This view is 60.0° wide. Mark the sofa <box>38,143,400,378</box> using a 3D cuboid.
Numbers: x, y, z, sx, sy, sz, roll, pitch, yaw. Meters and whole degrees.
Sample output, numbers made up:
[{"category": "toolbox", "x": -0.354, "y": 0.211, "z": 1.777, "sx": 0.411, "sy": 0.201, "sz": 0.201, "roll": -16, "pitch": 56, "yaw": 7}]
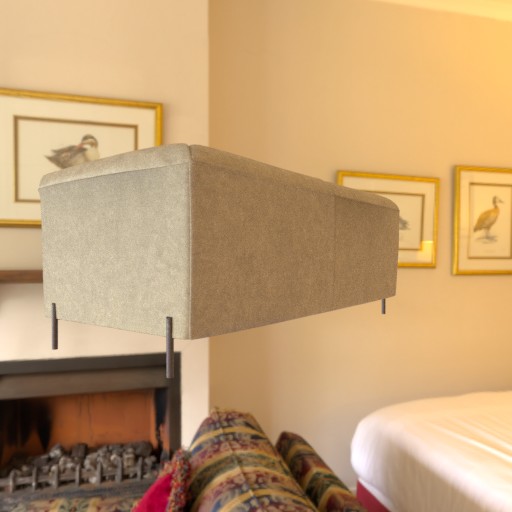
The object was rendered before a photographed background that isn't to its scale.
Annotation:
[{"category": "sofa", "x": 0.000, "y": 0.000, "z": 2.311, "sx": 0.905, "sy": 0.747, "sz": 1.878, "roll": 0, "pitch": 0, "yaw": 37}]
